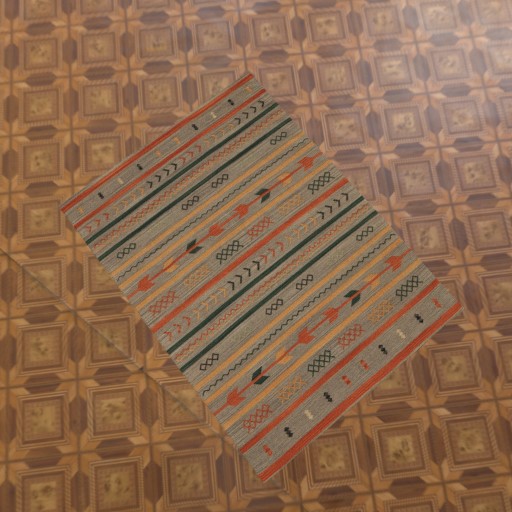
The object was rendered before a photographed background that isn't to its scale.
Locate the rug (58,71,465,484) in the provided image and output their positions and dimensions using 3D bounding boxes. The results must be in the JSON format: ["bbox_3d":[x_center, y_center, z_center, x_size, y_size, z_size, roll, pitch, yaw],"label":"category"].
[{"bbox_3d":[0.000,0.000,3.981,2.263,0.022,3.029,-38,80,-8],"label":"rug"}]
